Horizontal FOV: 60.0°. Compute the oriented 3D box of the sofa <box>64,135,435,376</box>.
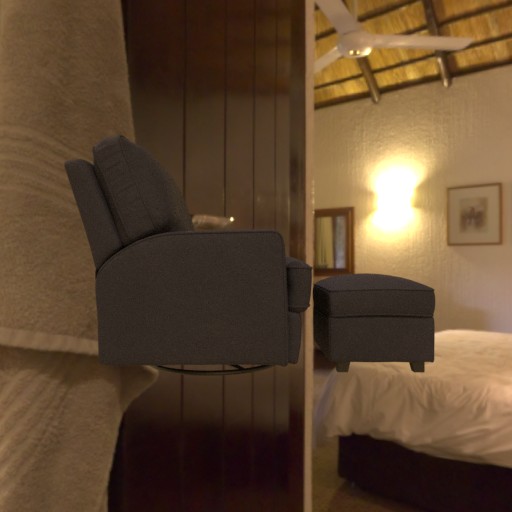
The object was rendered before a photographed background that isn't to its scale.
[{"bbox_3d":[0.000,0.000,2.060,1.472,0.959,0.861,0,-1,0],"label":"sofa"}]
